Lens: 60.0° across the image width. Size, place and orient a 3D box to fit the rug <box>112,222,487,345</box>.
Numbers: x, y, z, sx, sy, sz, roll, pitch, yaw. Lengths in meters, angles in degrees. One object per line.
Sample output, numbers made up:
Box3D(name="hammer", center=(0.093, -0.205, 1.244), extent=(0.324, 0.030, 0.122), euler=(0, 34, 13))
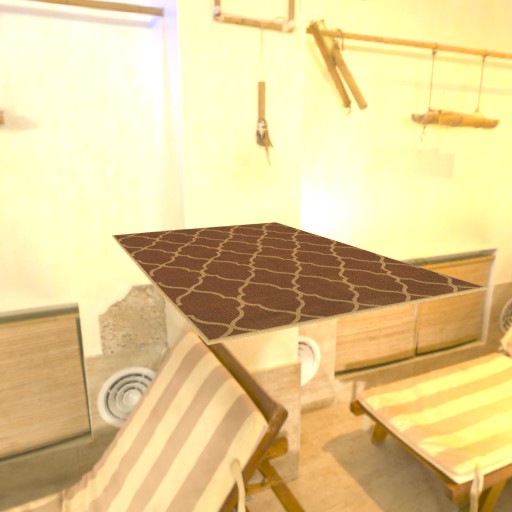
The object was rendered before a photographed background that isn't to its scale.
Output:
Box3D(name="rug", center=(0.000, 0.000, 2.939), extent=(1.526, 0.014, 2.290), euler=(-7, 15, -25))
